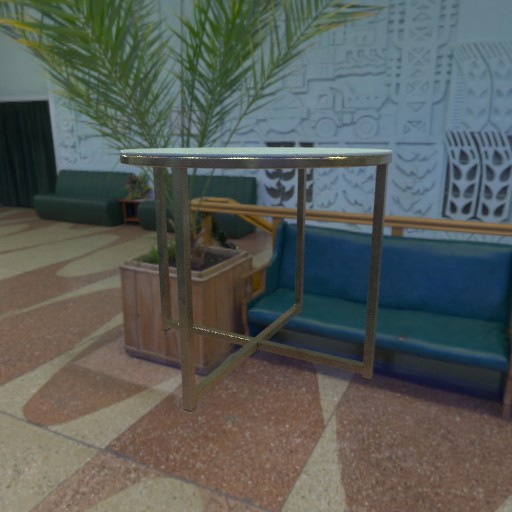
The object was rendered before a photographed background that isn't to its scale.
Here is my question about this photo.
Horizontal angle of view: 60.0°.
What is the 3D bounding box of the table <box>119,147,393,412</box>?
[{"bbox_3d":[0.000,0.000,0.900,0.500,0.420,0.500,0,15,0],"label":"table"}]
